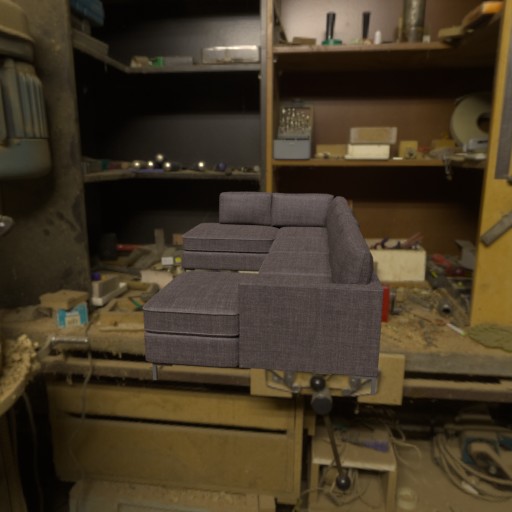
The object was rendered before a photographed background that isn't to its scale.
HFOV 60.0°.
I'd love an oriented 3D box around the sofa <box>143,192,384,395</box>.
[{"bbox_3d":[0.000,0.000,4.507,2.048,0.999,3.423,2,14,8],"label":"sofa"}]
